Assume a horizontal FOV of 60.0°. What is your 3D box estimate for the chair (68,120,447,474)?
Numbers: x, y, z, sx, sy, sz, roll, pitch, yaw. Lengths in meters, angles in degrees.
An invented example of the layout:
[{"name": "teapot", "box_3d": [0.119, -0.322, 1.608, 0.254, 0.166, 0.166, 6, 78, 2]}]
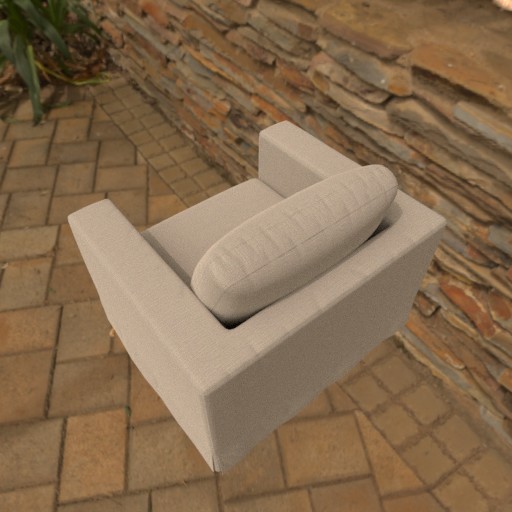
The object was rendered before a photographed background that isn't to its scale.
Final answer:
[{"name": "chair", "box_3d": [0.000, 0.000, 1.819, 1.150, 0.878, 0.957, -30, 54, -25]}]
